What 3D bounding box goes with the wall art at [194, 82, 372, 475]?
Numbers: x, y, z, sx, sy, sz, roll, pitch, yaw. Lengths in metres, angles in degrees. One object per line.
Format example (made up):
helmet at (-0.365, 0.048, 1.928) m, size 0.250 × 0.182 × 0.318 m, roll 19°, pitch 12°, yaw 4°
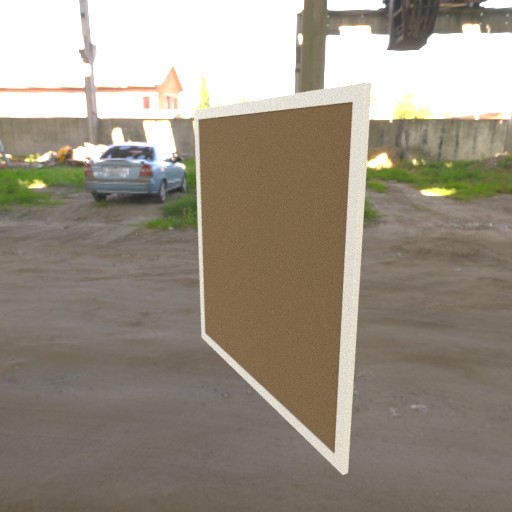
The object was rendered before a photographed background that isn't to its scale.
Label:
wall art at (0.000, 0.000, 1.222) m, size 0.015 × 0.812 × 0.812 m, roll -8°, pitch 16°, yaw -28°
